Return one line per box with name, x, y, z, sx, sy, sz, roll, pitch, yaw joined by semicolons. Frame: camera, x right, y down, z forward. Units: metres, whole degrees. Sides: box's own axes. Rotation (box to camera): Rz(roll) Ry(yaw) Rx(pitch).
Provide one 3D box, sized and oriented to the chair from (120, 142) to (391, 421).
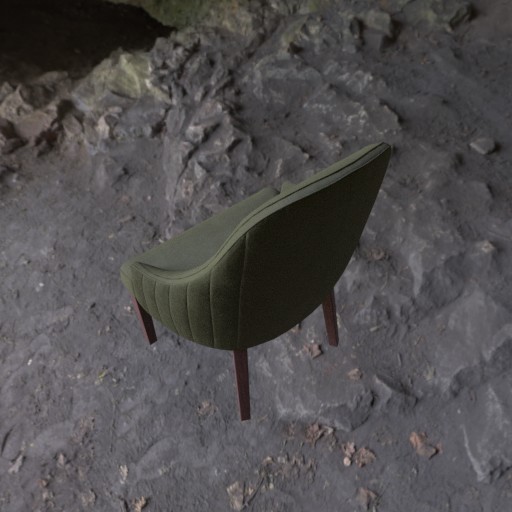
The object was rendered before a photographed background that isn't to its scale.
chair;0.000;0.000;1.309;0.643;0.889;0.575;-32;53;-27
